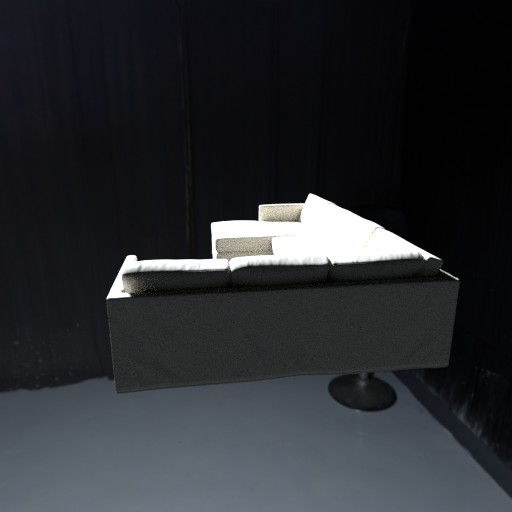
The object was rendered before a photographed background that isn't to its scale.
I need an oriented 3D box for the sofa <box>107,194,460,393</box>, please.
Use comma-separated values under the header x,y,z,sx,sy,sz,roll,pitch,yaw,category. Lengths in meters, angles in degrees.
x,y,z,sx,sy,sz,roll,pitch,yaw,category
0.000,0.000,4.657,2.448,0.882,3.464,-2,16,-9,sofa
